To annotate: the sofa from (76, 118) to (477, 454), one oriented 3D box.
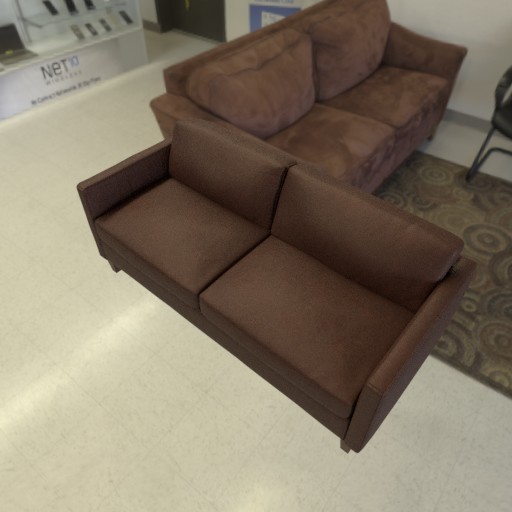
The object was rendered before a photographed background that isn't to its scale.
[{"bbox_3d":[0.000,0.000,2.430,1.971,0.863,0.923,31,53,28],"label":"sofa"}]
